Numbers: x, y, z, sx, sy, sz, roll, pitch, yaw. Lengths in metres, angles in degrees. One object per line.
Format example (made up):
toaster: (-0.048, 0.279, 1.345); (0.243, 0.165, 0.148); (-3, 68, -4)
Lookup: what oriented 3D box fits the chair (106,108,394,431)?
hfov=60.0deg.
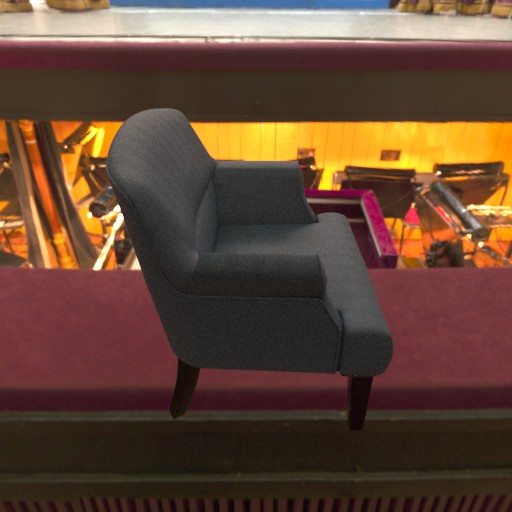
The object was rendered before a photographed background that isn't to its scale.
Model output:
chair: (0.000, 0.000, 1.454); (0.754, 0.878, 0.770); (0, 32, 0)
